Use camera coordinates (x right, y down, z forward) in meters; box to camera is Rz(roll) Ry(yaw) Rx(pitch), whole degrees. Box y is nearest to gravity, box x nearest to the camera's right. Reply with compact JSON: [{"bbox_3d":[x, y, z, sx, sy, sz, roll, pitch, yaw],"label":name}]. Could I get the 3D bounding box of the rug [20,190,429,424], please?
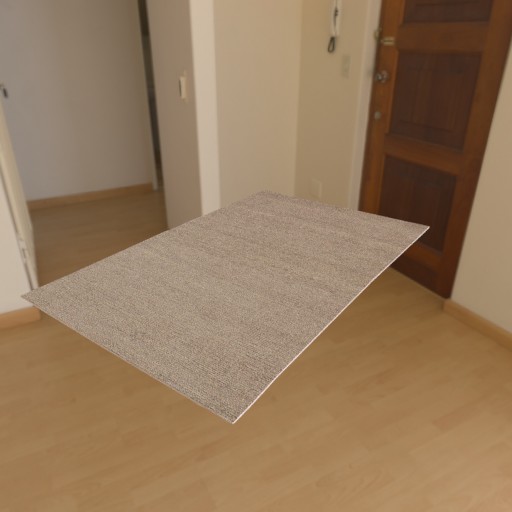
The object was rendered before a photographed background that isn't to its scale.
[{"bbox_3d":[0.000,0.000,2.199,1.154,0.021,1.792,18,32,32],"label":"rug"}]
